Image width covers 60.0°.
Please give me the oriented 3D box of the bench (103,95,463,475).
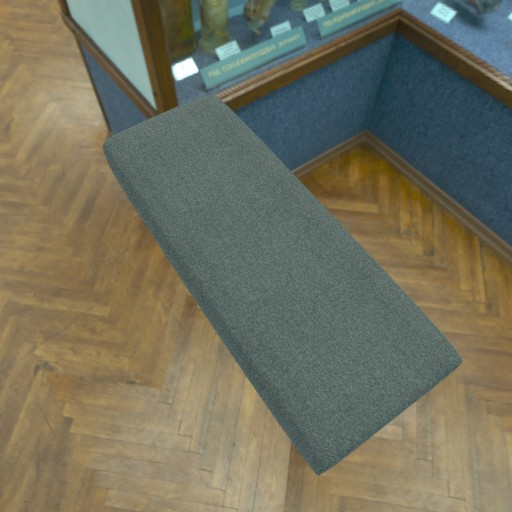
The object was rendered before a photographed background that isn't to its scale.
[{"bbox_3d":[0.000,0.000,1.842,0.631,0.384,1.598,-30,63,-17],"label":"bench"}]
